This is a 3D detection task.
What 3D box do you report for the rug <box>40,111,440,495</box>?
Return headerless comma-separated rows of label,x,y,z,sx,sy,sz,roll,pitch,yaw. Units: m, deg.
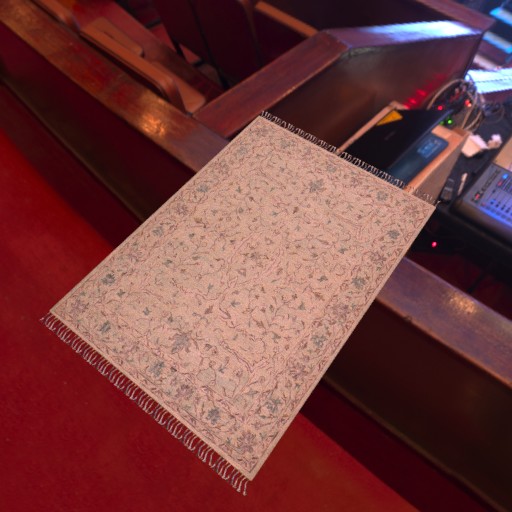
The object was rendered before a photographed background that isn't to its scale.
rug,0.000,0.000,2.284,1.247,0.008,1.802,33,64,18
